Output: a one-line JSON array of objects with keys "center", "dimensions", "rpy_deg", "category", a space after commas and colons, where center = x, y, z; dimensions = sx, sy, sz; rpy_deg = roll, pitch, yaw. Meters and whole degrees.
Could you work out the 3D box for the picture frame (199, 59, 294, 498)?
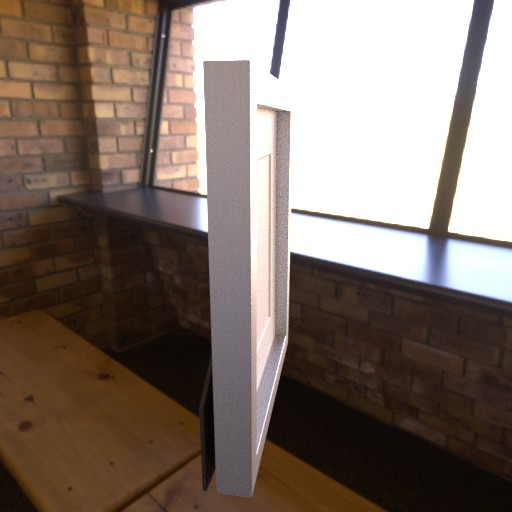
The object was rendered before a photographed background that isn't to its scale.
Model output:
[{"center": [0.000, 0.000, 0.381], "dimensions": [0.036, 0.282, 0.233], "rpy_deg": [3, 17, 10], "category": "picture frame"}]
